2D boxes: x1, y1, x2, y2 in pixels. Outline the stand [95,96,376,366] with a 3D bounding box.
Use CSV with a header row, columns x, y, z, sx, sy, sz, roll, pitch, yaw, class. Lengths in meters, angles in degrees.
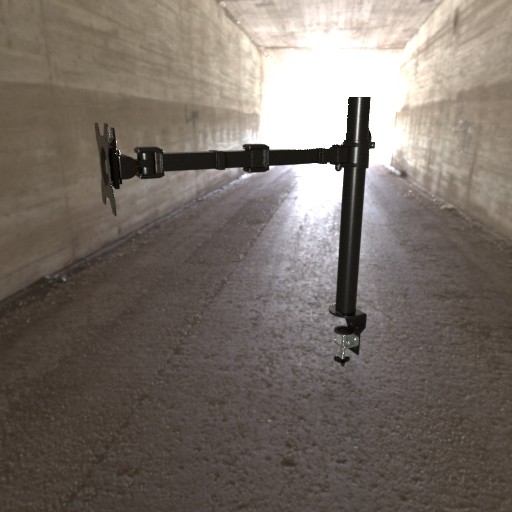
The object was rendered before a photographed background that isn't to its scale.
x,y,z,sx,sy,sz,roll,pitch,yaw,class
0.000,0.000,0.741,0.456,0.510,0.115,-8,19,-25,stand
